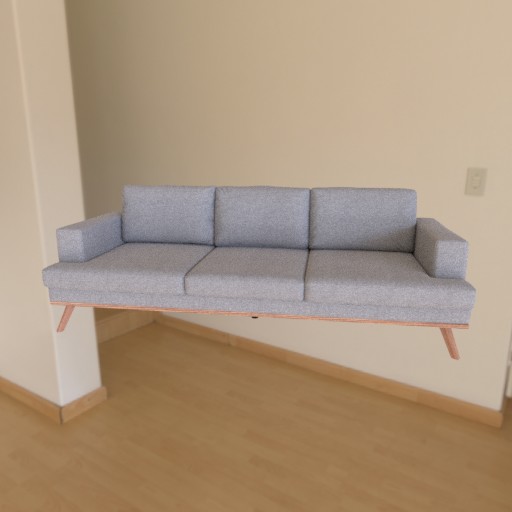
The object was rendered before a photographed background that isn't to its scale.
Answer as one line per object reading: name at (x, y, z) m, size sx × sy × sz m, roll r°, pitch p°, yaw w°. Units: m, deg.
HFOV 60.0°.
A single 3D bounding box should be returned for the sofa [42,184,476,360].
sofa at (0.000, 0.000, 2.737) m, size 2.310 × 0.810 × 0.920 m, roll 2°, pitch 14°, yaw 9°
